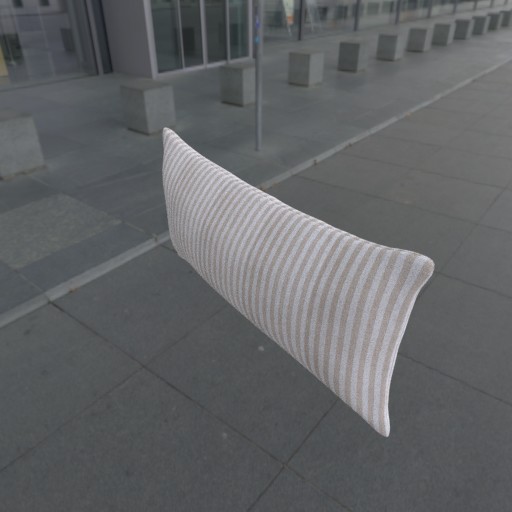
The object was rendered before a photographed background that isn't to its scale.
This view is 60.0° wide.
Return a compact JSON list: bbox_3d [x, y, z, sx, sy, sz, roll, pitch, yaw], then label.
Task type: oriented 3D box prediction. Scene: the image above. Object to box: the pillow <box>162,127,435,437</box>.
[{"bbox_3d":[0.000,0.000,0.745,0.151,0.295,0.617,-21,38,-30],"label":"pillow"}]
